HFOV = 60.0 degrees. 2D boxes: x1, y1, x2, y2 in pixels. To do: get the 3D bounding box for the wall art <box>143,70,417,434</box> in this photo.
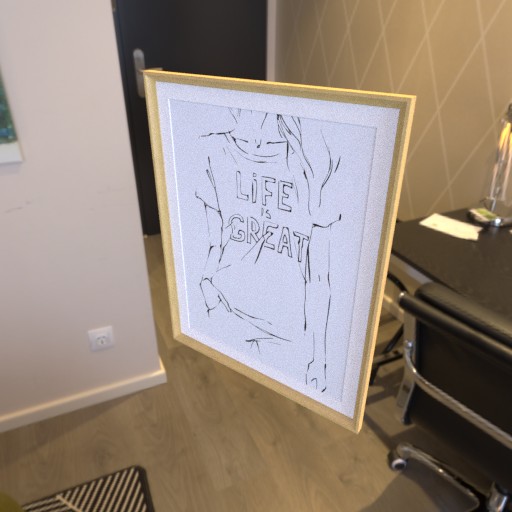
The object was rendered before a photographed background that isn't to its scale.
[{"bbox_3d":[0.000,0.000,1.354,0.798,1.002,0.030,19,34,31],"label":"wall art"}]
